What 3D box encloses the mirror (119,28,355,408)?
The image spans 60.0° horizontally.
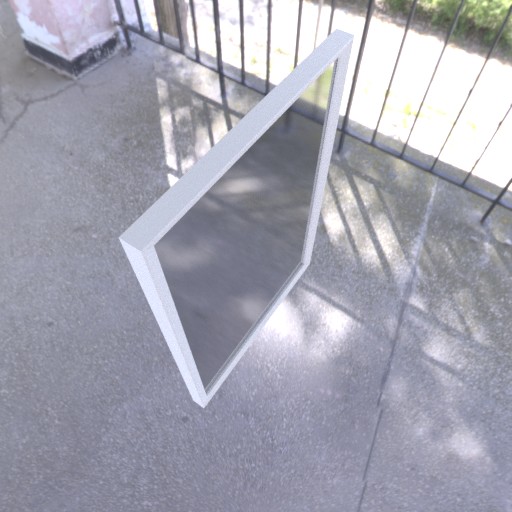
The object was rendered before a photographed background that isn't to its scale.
[{"bbox_3d":[0.000,0.000,0.910,0.039,0.710,0.507,30,62,18],"label":"mirror"}]
